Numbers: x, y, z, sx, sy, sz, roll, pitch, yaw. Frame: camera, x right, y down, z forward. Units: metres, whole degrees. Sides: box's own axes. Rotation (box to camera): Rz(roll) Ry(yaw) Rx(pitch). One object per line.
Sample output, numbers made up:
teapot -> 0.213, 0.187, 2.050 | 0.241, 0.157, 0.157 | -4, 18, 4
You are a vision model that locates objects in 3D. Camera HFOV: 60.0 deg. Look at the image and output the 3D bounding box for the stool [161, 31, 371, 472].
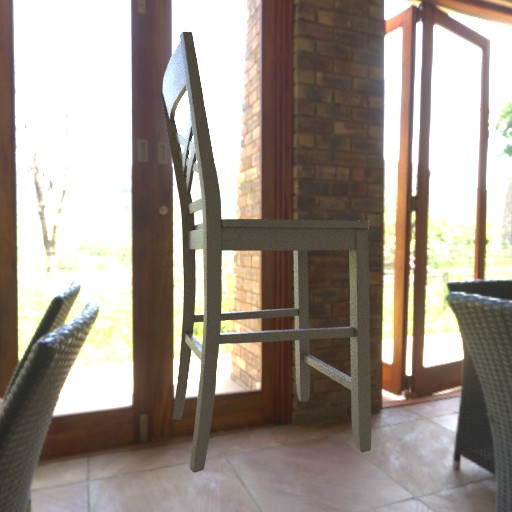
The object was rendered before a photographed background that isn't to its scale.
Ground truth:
stool -> 0.000, 0.000, 1.349 | 0.539, 1.079, 0.462 | 0, 1, -18
